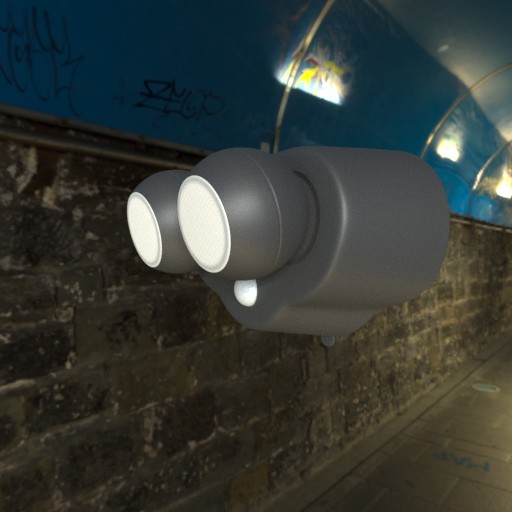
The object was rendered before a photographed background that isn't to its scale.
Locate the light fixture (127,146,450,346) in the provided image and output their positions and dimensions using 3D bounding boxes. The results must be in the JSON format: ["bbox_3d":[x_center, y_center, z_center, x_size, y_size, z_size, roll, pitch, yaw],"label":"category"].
[{"bbox_3d":[0.000,0.000,0.342,0.159,0.159,0.229,-1,1,-35],"label":"light fixture"}]
